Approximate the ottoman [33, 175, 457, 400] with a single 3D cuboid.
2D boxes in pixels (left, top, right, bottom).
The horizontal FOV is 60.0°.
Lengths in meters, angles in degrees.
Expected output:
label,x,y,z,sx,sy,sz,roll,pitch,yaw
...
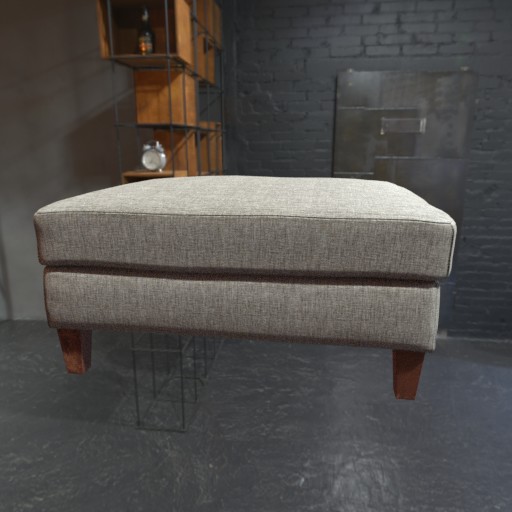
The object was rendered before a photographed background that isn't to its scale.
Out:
label,x,y,z,sx,sy,sz,roll,pitch,yaw
ottoman,0.000,0.000,1.431,0.994,0.492,0.839,2,14,8
